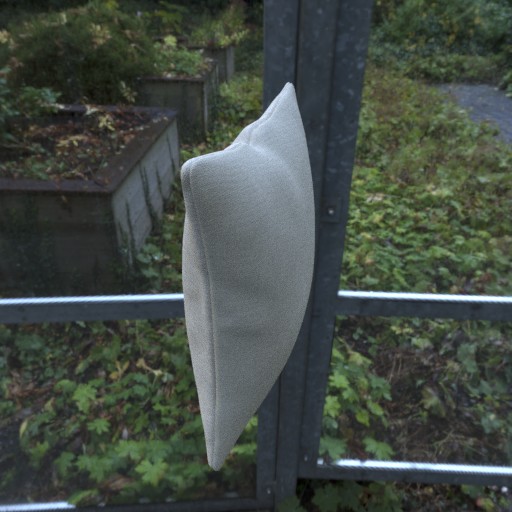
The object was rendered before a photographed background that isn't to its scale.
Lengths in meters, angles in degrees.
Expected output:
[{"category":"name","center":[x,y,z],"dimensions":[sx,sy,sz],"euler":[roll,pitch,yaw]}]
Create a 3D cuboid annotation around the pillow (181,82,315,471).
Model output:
[{"category":"pillow","center":[0.000,0.000,0.652],"dimensions":[0.162,0.420,0.437],"euler":[8,31,13]}]
